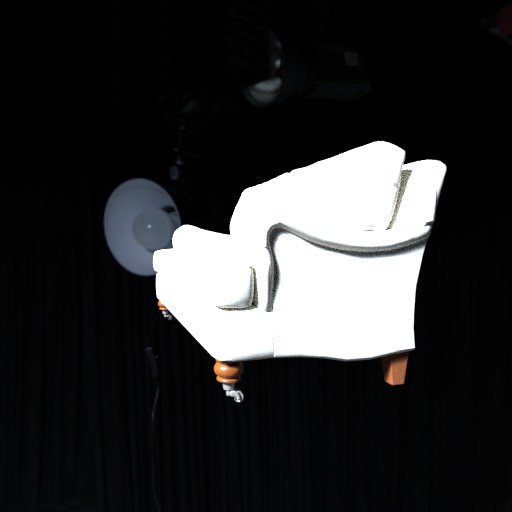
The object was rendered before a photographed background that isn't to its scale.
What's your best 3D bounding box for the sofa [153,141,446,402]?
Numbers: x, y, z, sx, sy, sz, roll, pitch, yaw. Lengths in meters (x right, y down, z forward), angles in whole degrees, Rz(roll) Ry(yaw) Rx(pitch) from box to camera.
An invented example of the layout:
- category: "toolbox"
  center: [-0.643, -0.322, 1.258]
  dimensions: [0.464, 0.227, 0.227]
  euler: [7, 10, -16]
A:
- category: "sofa"
  center: [0.000, 0.000, 2.791]
  dimensions: [1.086, 1.087, 2.159]
  euler: [-1, 2, -19]
